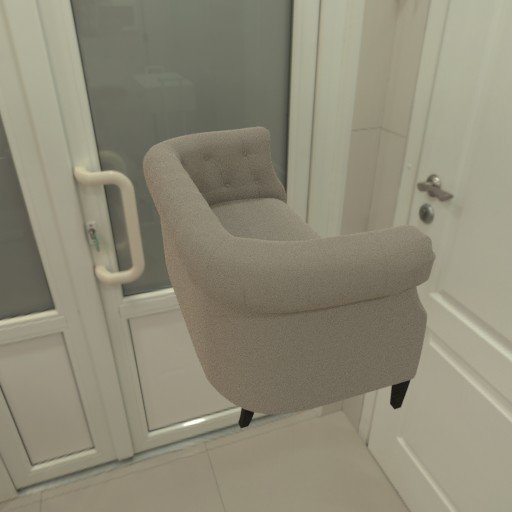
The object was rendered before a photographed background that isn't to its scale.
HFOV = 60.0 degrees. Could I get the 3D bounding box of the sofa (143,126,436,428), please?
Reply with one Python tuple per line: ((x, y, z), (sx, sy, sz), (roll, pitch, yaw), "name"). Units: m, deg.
((0.000, 0.000, 2.045), (0.835, 0.827, 1.558), (-10, 31, -17), "sofa")
